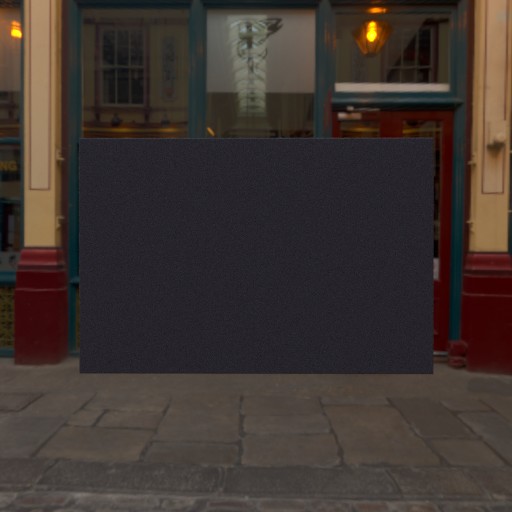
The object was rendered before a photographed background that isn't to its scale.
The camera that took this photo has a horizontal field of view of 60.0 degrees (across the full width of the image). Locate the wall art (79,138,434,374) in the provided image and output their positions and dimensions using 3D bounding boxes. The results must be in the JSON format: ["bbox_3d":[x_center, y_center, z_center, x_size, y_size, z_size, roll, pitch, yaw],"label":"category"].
[{"bbox_3d":[0.000,0.000,1.154,0.908,0.604,0.037,0,0,0],"label":"wall art"}]
